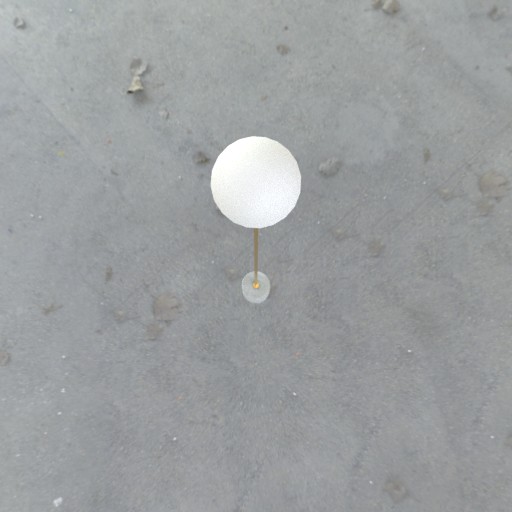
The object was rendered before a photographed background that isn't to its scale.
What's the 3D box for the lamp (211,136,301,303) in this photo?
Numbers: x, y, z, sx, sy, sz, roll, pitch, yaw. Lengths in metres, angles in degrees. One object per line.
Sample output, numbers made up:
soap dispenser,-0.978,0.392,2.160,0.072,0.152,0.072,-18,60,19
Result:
lamp,0.000,0.000,1.840,0.224,1.753,0.224,-40,80,-9
